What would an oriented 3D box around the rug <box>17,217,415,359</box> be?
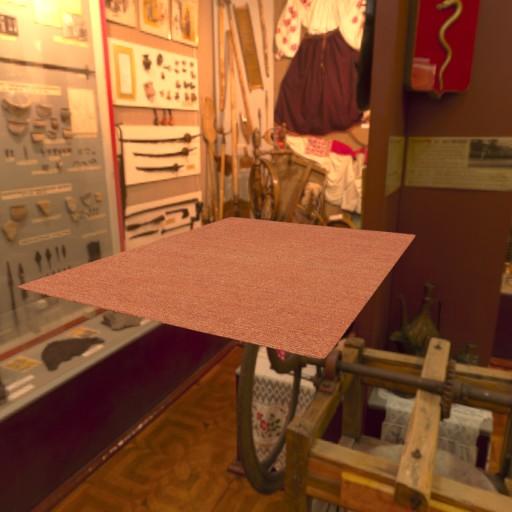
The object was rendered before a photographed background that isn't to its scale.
[{"bbox_3d":[0.000,0.000,2.736,1.594,0.009,2.112,8,17,26],"label":"rug"}]
